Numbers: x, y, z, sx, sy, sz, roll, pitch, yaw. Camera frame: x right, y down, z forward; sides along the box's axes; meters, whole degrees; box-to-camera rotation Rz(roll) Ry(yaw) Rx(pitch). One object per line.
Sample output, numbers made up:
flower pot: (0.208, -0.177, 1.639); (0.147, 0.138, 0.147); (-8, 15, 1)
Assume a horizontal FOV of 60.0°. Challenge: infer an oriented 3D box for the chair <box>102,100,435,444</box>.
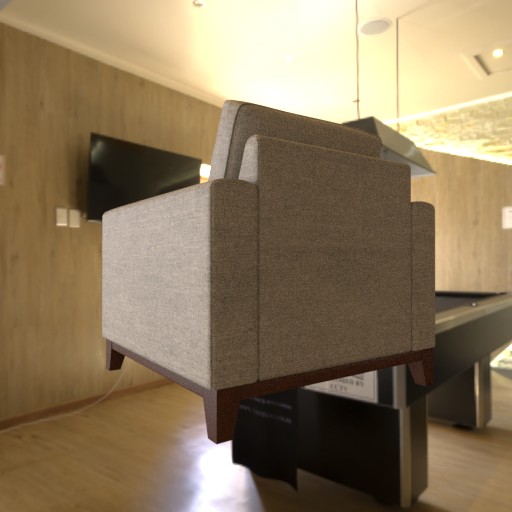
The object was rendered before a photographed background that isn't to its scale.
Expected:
chair: (0.000, 0.000, 1.886); (1.024, 1.010, 1.038); (0, 0, -35)
